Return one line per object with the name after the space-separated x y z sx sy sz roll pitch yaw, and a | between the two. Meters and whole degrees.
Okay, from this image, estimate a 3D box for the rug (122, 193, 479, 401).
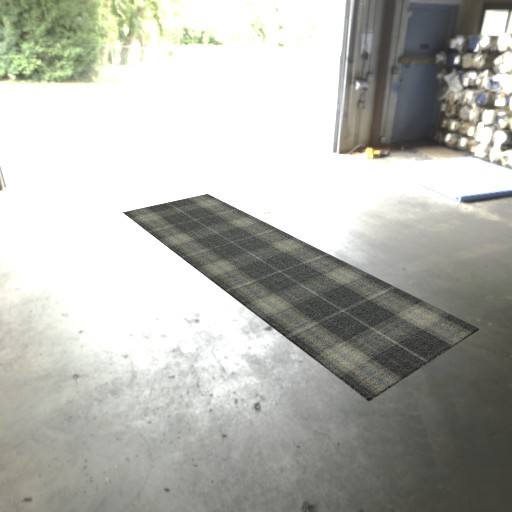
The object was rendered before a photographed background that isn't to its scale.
0.000 0.000 2.707 0.760 0.012 2.434 -18 31 -32 | rug
